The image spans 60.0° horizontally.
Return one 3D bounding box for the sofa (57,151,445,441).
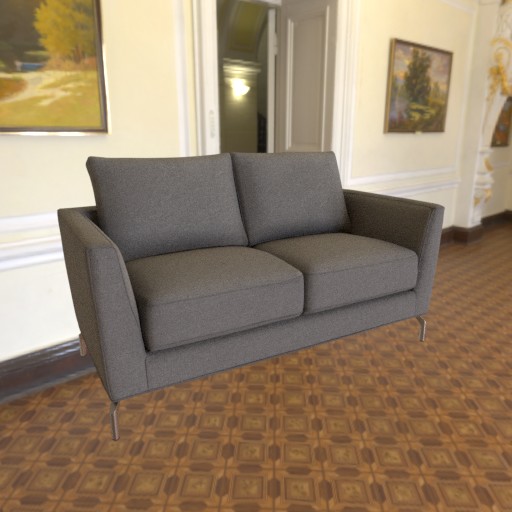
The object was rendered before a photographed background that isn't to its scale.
[{"bbox_3d":[0.000,0.000,2.069,1.594,0.924,0.803,-9,18,-28],"label":"sofa"}]
